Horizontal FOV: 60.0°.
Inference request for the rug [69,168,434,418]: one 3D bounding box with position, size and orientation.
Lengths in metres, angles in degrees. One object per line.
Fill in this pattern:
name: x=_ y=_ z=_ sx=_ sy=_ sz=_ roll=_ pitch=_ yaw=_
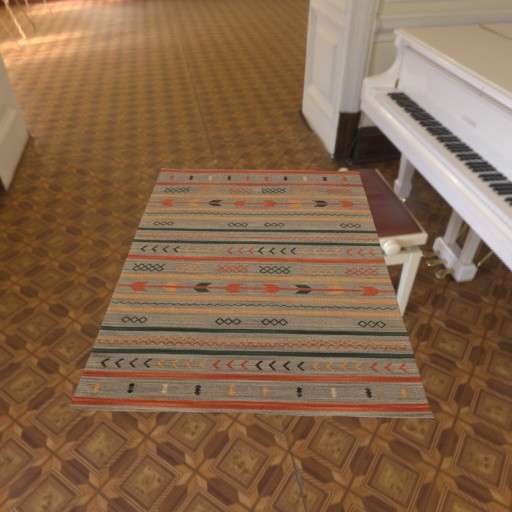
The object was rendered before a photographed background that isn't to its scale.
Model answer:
rug: x=0.000 y=0.000 z=3.892 sx=2.263 sy=0.022 sz=3.029 roll=1 pitch=40 yaw=1
